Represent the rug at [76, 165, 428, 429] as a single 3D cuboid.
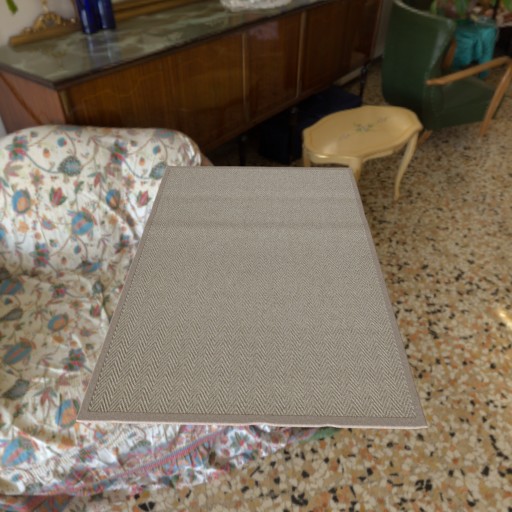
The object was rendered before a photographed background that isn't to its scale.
[{"bbox_3d":[0.000,0.000,2.804,1.540,0.021,2.290,1,40,1],"label":"rug"}]
